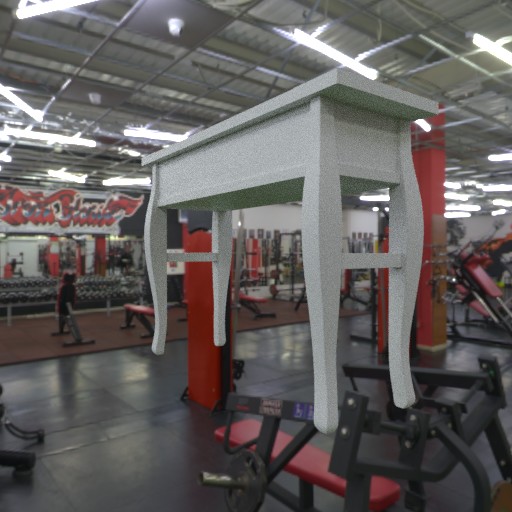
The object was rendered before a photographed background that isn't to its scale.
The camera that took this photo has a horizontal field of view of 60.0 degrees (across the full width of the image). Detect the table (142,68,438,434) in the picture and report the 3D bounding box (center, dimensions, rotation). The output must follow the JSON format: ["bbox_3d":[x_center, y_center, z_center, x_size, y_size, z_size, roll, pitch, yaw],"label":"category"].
[{"bbox_3d":[0.000,0.000,1.432,0.373,0.768,1.062,0,1,-36],"label":"table"}]
